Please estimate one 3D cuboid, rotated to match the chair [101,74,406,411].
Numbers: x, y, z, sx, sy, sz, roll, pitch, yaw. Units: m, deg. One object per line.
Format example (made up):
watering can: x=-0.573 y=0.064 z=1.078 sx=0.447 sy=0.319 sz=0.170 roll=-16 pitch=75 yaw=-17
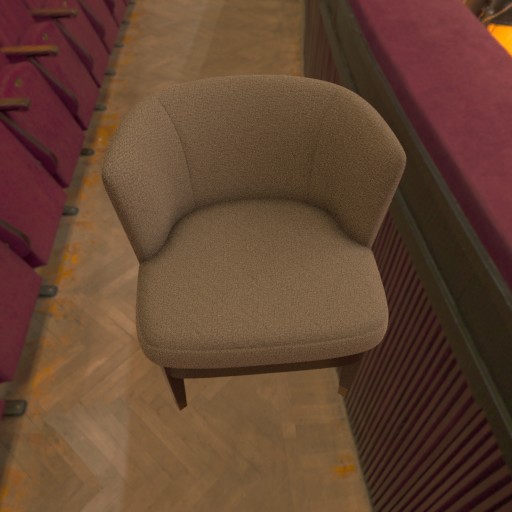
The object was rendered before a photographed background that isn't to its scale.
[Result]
chair: x=0.000 y=0.000 z=1.260 sx=0.700 sy=0.760 sz=0.660 roll=-4 pitch=47 yaw=-3
